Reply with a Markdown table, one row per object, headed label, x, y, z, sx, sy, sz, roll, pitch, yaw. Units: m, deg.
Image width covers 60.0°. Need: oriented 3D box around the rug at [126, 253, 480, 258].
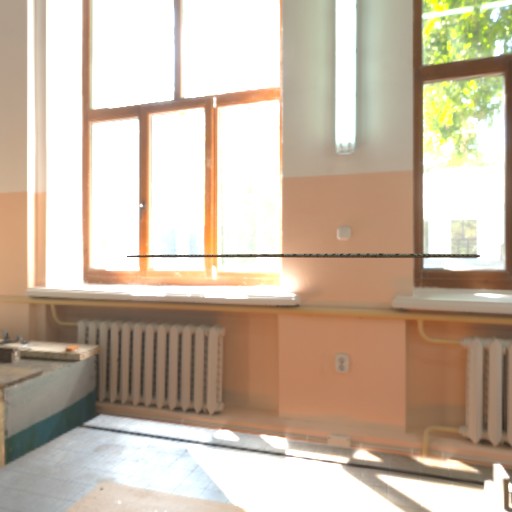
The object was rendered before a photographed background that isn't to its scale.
| label | x | y | z | sx | sy | sz | roll | pitch | yaw |
| --- | --- | --- | --- | --- | --- | --- | --- | --- | --- |
| rug | 0.000 | 0.000 | 2.788 | 0.773 | 0.020 | 2.439 | 0 | 0 | -37 |
